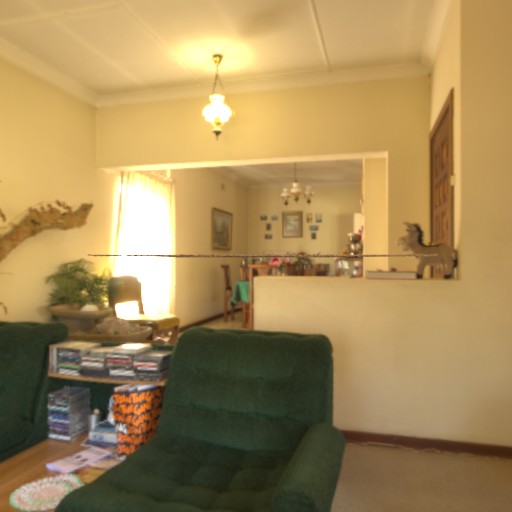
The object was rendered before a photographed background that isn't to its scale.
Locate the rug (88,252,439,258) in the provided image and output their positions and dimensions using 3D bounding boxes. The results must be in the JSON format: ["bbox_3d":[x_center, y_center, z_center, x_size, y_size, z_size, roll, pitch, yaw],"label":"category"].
[{"bbox_3d":[0.000,0.000,1.908,0.920,0.013,1.541,0,0,-1],"label":"rug"}]
